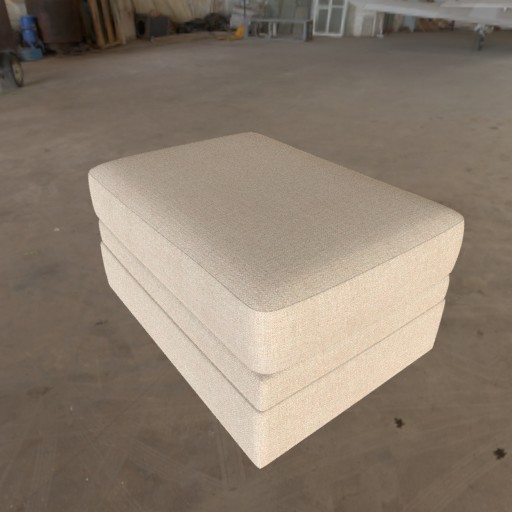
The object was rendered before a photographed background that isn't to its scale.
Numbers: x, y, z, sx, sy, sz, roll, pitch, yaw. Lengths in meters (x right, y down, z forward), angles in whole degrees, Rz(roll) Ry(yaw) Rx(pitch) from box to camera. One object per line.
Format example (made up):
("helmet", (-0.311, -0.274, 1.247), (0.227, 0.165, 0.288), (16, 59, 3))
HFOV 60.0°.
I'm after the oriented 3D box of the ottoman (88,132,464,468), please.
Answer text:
("ottoman", (0.000, 0.000, 1.259), (0.637, 0.478, 0.885), (-21, 37, -31))
